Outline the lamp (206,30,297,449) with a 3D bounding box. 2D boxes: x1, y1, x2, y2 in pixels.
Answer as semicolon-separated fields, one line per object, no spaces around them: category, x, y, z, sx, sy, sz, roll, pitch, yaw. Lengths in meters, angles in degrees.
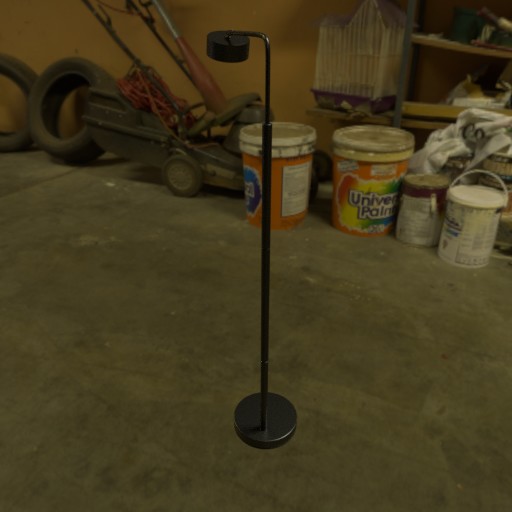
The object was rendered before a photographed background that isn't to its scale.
lamp;0.000;0.000;1.357;0.219;1.230;0.418;-9;29;-17
